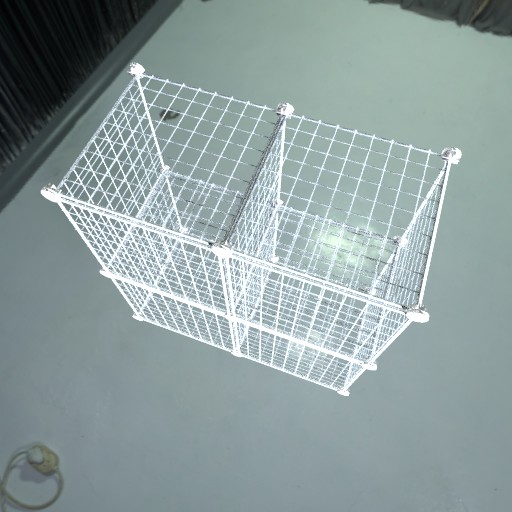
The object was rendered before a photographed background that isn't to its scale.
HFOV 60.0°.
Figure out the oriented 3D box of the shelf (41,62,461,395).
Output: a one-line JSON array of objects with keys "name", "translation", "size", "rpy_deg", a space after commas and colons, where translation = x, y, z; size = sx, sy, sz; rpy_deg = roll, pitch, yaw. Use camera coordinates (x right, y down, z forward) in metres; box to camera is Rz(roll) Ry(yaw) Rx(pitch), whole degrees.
[{"name": "shelf", "translation": [0.000, 0.000, 1.138], "size": [0.711, 0.711, 0.356], "rpy_deg": [18, 64, 9]}]
